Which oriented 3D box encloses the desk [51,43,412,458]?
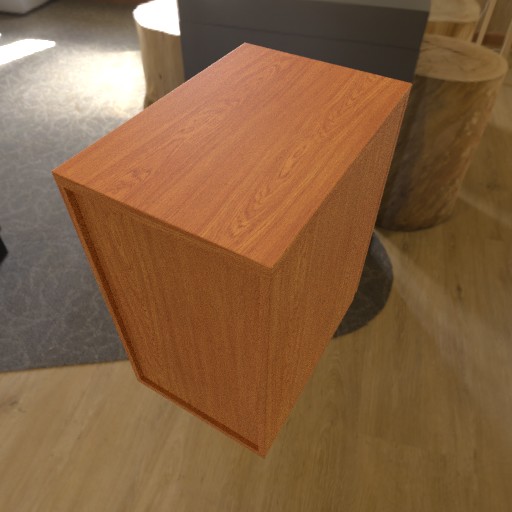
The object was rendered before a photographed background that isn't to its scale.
[{"bbox_3d":[0.000,0.000,1.079,0.404,0.730,0.600,24,51,20],"label":"desk"}]
